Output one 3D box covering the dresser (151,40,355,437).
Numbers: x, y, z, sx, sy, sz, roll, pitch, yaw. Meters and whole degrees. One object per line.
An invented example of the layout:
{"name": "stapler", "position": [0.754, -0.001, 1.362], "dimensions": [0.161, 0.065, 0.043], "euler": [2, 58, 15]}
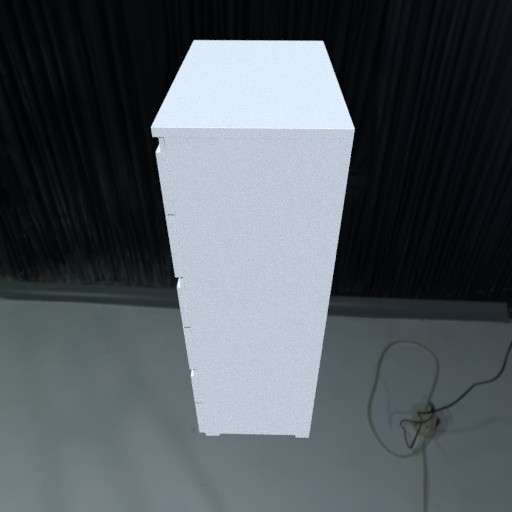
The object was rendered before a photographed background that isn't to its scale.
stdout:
{"name": "dresser", "position": [0.000, 0.000, 1.498], "dimensions": [0.400, 1.190, 0.650], "euler": [1, 40, 1]}
